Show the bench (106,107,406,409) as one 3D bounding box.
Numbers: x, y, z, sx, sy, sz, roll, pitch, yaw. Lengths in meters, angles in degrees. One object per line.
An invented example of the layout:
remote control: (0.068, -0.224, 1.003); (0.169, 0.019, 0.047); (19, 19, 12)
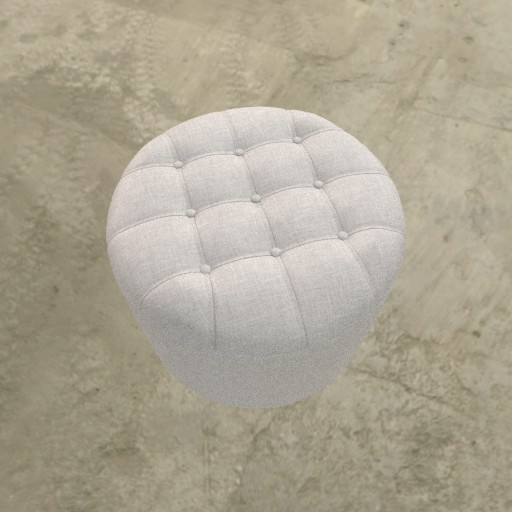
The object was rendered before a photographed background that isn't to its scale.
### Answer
bench: (0.000, 0.000, 1.029); (0.600, 0.453, 0.600); (0, 58, 0)
